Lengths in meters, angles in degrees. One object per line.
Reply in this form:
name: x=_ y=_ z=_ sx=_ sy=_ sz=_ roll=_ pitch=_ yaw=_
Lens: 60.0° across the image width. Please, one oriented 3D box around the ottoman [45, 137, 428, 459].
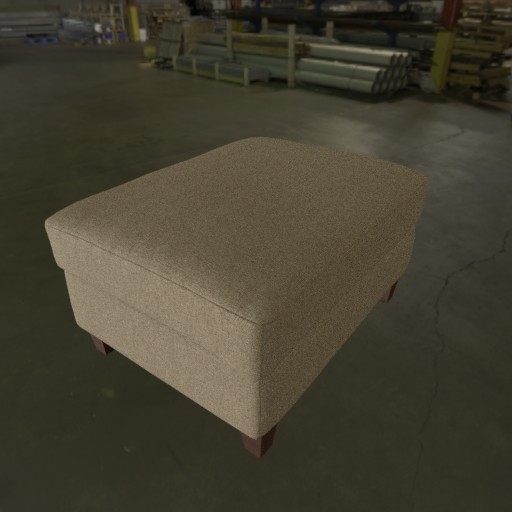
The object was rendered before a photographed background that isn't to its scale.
ottoman: x=0.000 y=0.000 z=1.310 sx=0.692 sy=0.511 sz=0.889 roll=21 pitch=37 yaw=31
